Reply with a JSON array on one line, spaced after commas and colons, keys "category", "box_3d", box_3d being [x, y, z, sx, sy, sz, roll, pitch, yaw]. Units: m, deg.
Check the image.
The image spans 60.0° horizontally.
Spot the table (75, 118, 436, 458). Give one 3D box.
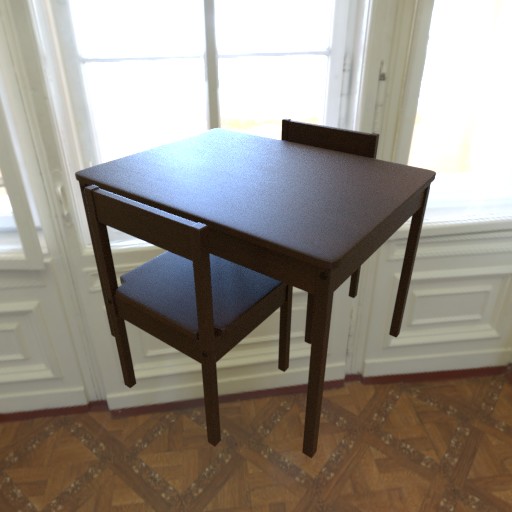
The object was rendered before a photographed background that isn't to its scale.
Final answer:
[{"category": "table", "box_3d": [0.000, 0.000, 1.092, 0.650, 0.503, 0.672, 20, 36, 31]}]
